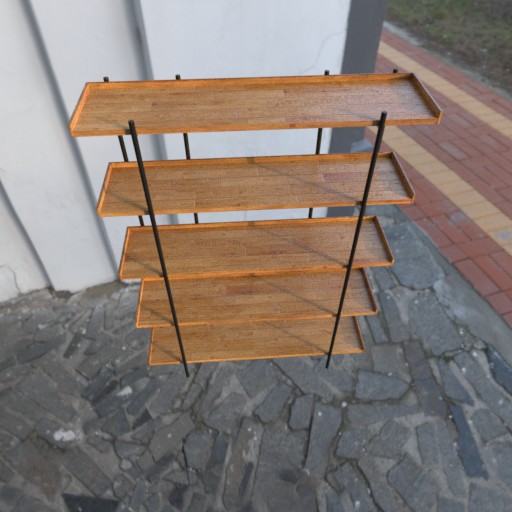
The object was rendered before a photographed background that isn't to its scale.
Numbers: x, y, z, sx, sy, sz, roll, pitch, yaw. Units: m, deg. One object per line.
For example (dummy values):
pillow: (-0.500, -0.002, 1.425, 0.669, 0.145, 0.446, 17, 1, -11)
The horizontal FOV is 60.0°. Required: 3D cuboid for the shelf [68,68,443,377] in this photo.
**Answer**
shelf: (0.000, 0.000, 2.380, 1.371, 1.826, 0.379, -3, 46, -3)
